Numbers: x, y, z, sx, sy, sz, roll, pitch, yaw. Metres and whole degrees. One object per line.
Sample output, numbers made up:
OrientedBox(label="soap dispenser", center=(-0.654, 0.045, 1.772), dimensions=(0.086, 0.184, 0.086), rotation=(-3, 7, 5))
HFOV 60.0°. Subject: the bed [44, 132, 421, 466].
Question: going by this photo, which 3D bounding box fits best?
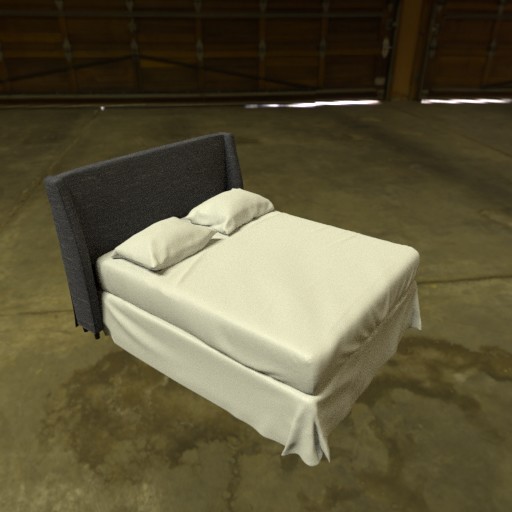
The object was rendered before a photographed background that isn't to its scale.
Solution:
OrientedBox(label="bed", center=(0.000, 0.000, 3.415), dimensions=(2.276, 1.332, 1.925), rotation=(19, 33, 32))
